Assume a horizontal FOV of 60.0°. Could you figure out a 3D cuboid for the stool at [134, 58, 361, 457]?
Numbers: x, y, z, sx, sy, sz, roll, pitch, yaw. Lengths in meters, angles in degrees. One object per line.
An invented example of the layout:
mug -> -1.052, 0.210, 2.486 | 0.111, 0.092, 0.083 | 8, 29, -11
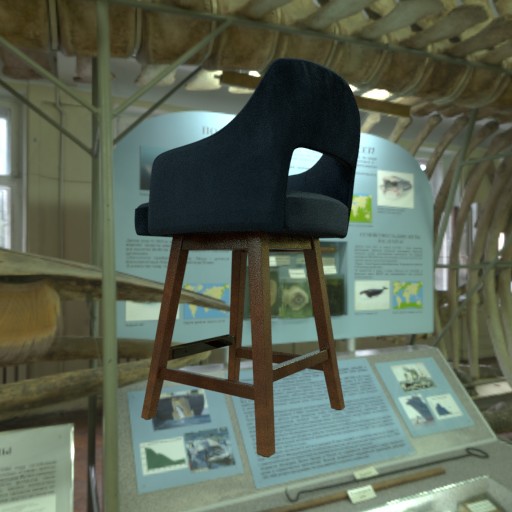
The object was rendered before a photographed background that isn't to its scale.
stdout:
stool -> 0.000, 0.000, 1.302 | 0.560, 0.940, 0.550 | 0, -1, 36
